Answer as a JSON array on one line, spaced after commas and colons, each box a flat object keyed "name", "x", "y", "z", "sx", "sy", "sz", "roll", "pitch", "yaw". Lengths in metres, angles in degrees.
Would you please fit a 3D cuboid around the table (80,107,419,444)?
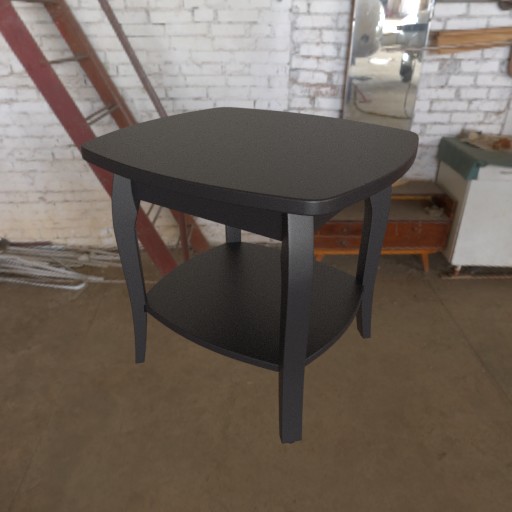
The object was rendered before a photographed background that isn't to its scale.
[{"name": "table", "x": 0.000, "y": 0.000, "z": 0.864, "sx": 0.508, "sy": 0.457, "sz": 0.457, "roll": 18, "pitch": 34, "yaw": 29}]
